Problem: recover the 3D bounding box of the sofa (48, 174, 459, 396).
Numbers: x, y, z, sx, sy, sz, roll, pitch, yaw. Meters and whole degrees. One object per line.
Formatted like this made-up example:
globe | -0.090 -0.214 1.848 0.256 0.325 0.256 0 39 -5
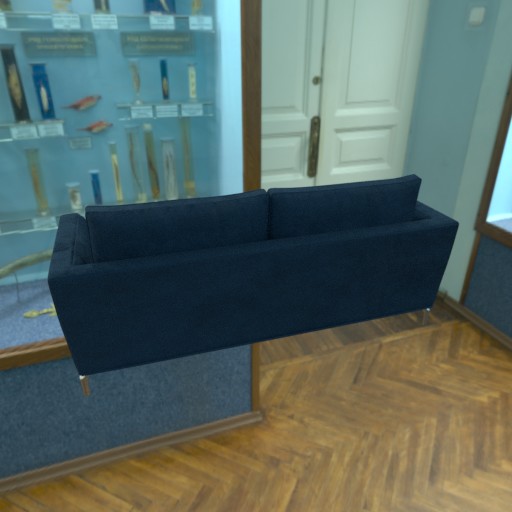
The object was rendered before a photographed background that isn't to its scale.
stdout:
sofa | 0.000 0.000 2.717 2.212 0.998 0.853 -8 27 -16
